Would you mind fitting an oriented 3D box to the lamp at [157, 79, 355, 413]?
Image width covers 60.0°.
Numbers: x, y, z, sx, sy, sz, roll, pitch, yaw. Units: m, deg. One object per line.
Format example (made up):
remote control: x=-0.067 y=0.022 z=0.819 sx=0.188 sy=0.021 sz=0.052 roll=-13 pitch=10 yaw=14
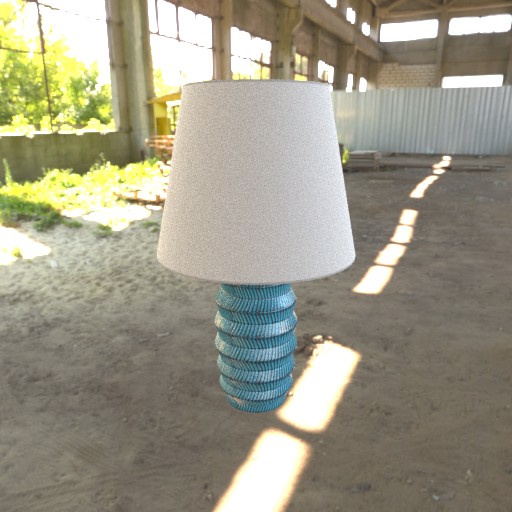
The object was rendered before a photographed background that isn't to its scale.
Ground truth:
lamp: x=0.000 y=0.000 z=0.811 sx=0.355 sy=0.582 sz=0.355 roll=0 pitch=16 yaw=0
